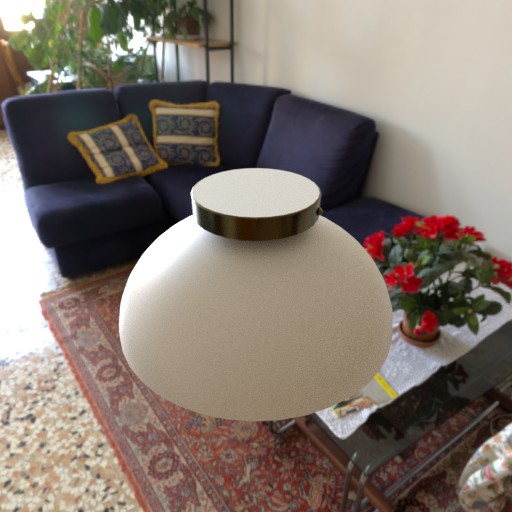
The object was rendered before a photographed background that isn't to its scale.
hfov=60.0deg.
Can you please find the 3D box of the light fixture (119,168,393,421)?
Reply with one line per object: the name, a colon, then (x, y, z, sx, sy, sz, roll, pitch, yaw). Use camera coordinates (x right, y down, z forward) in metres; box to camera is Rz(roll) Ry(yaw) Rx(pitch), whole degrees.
light fixture: (0.000, 0.000, 0.553, 0.355, 0.177, 0.355, 0, 31, 0)
